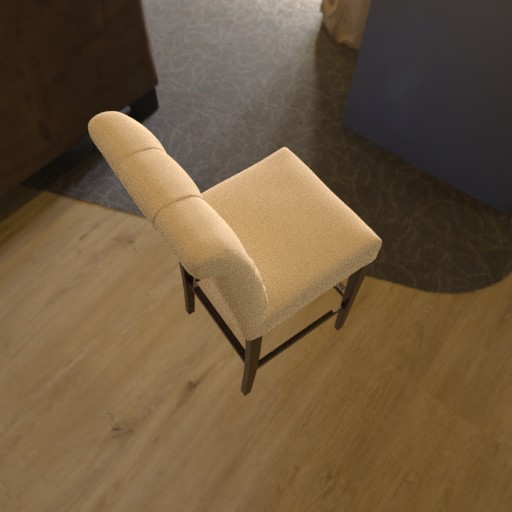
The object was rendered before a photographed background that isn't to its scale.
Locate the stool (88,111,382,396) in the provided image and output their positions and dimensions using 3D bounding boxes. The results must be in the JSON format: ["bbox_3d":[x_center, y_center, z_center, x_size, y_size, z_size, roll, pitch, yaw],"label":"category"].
[{"bbox_3d":[0.000,0.000,1.428,0.610,1.118,0.482,-31,64,-17],"label":"stool"}]
